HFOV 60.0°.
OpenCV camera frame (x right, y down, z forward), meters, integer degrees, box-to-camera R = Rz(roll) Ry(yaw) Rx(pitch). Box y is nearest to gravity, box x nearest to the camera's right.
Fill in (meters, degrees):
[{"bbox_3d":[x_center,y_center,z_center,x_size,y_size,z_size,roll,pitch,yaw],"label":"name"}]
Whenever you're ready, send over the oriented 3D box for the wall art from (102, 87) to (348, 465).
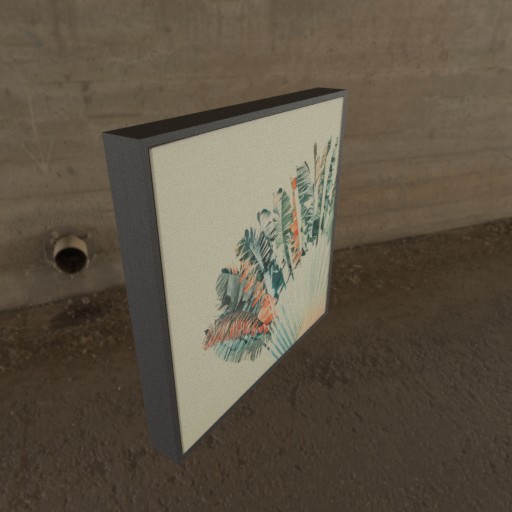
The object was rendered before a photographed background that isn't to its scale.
[{"bbox_3d":[0.000,0.000,0.462,0.036,0.300,0.302,18,32,31],"label":"wall art"}]
